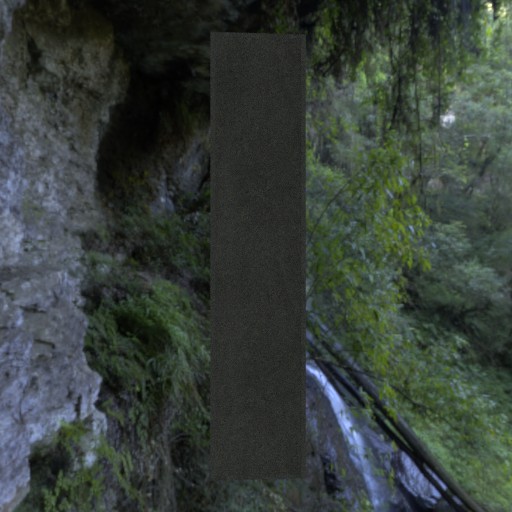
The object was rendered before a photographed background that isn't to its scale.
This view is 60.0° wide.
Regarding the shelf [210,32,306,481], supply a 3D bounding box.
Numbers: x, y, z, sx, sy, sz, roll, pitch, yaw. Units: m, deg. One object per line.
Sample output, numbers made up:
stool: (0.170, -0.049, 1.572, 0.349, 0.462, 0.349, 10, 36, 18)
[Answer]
shelf: (0.000, 0.000, 1.525, 0.300, 1.400, 0.270, 0, 0, -3)
